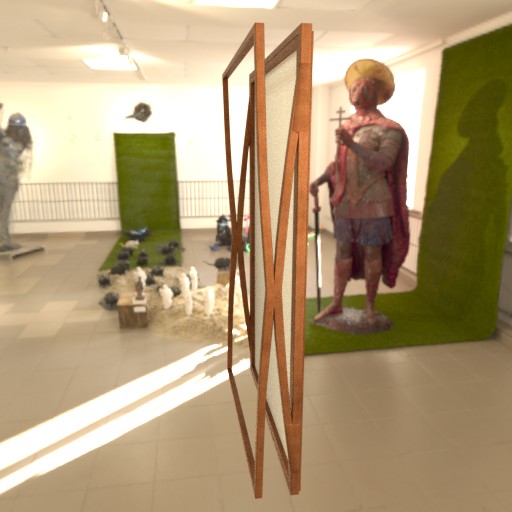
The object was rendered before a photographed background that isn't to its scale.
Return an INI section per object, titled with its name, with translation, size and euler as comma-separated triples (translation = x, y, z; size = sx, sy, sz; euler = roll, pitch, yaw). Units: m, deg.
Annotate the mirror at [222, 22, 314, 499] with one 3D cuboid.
[mirror]
translation = 0.000, 0.000, 0.916
size = 0.082, 0.768, 0.468
euler = -2, 14, -9
